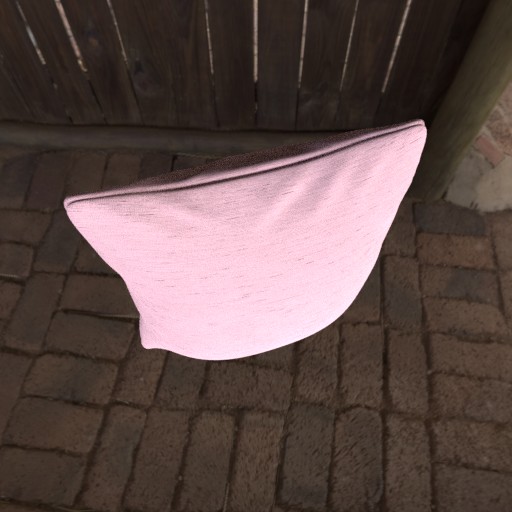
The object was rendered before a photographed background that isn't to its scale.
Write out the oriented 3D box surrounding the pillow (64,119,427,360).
[{"bbox_3d":[0.000,0.000,0.670,0.432,0.415,0.246,-14,59,-9],"label":"pillow"}]
